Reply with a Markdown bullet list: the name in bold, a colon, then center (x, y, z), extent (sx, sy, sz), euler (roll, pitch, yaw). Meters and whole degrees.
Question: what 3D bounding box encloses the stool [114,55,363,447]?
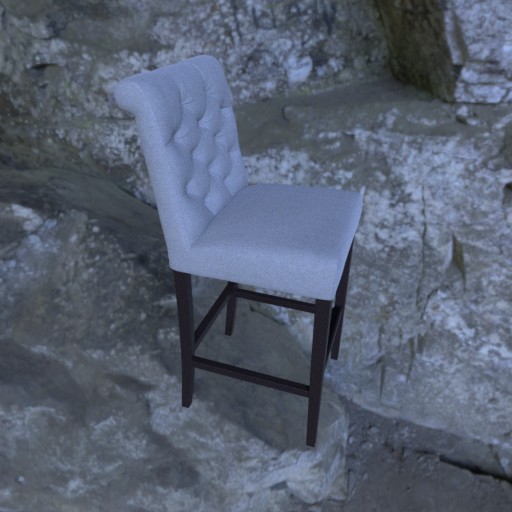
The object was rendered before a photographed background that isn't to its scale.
- **stool**: center (0.000, 0.000, 1.451), extent (0.601, 1.140, 0.493), euler (10, 33, 16)
